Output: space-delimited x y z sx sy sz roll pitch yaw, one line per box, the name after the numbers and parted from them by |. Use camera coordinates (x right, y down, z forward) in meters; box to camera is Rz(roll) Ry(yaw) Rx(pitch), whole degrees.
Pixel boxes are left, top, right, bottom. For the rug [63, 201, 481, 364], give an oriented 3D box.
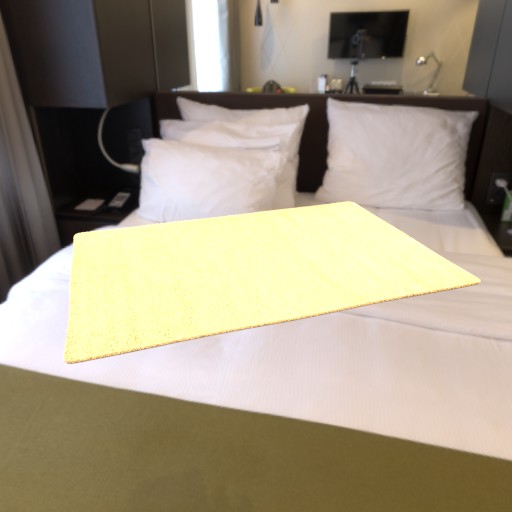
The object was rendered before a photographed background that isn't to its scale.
0.000 0.000 3.436 2.698 0.025 1.798 -8 27 -17 | rug
